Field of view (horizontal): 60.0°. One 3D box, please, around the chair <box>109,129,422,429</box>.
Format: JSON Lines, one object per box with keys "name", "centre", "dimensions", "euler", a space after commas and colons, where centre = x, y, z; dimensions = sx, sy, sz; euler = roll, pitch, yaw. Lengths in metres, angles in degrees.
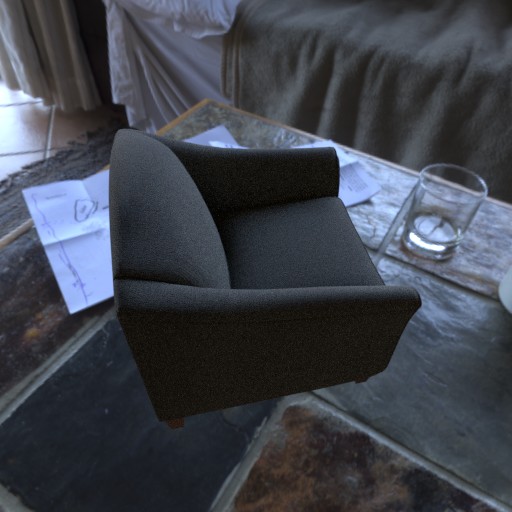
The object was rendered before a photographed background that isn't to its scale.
{"name": "chair", "centre": [0.000, 0.000, 1.475], "dimensions": [0.787, 0.839, 0.763], "euler": [-9, 48, -8]}
